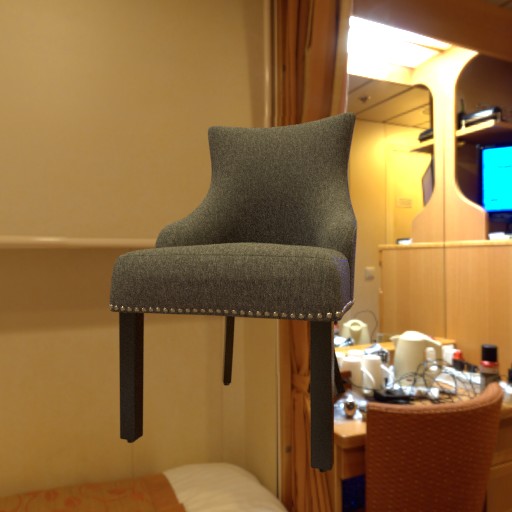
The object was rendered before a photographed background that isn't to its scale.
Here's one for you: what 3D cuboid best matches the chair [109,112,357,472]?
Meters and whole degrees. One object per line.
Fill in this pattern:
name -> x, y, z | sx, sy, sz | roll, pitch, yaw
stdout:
chair -> 0.000, 0.000, 1.255 | 0.566, 0.909, 0.629 | 0, 0, 18
